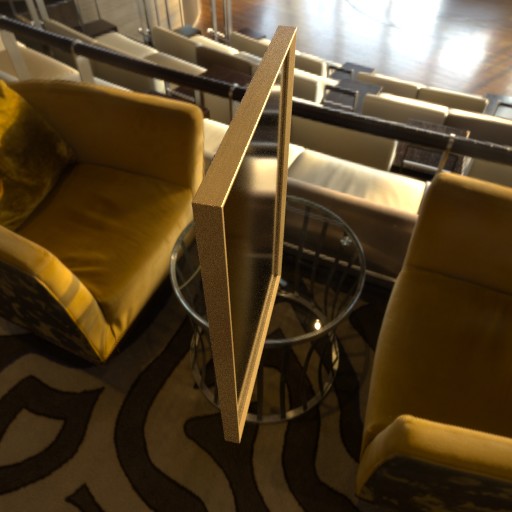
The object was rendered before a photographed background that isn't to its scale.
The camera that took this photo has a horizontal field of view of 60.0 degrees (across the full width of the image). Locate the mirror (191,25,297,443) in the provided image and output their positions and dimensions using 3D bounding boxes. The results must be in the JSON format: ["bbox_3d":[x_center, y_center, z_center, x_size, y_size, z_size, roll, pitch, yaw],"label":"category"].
[{"bbox_3d":[0.000,0.000,0.909,0.039,0.710,0.507,10,48,9],"label":"mirror"}]
